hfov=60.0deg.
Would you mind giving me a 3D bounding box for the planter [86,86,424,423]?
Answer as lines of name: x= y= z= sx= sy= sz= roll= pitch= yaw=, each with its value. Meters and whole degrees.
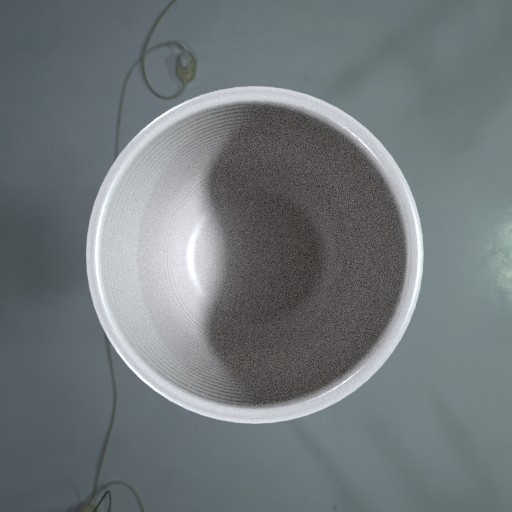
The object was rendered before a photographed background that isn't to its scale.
planter: x=0.000 y=0.000 z=0.215 sx=0.124 sy=0.109 sz=0.124 roll=0 pitch=89 yaw=1
